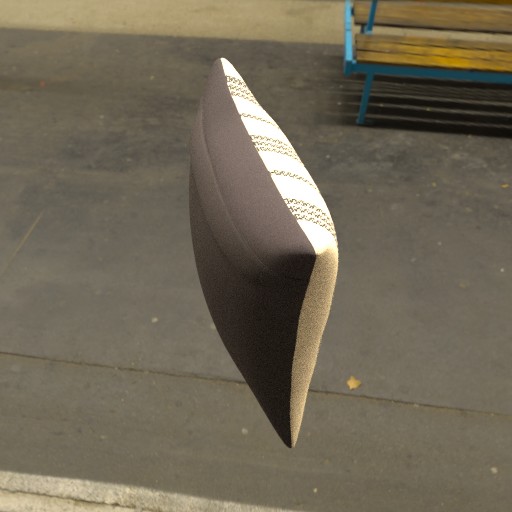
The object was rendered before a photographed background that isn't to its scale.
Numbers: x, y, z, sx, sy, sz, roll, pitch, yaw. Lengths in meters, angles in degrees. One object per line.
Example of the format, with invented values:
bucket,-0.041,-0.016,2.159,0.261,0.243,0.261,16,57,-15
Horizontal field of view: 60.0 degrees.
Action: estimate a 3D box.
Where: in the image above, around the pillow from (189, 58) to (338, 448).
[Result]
pillow,0.000,0.000,0.635,0.173,0.406,0.405,-10,47,-10
